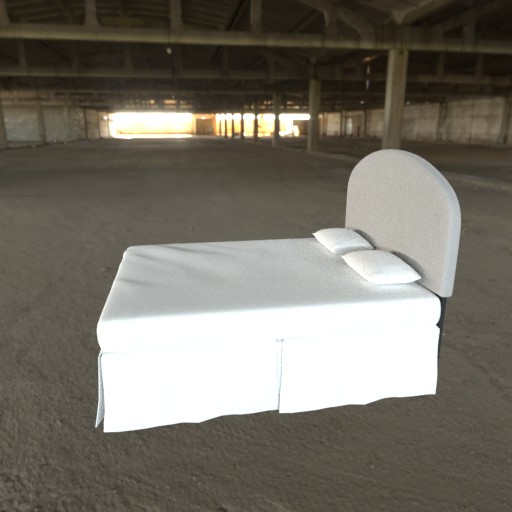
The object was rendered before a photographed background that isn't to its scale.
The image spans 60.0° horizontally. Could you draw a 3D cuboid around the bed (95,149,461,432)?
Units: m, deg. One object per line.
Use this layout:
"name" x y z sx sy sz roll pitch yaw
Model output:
"bed" 0.000 0.000 3.049 2.005 1.410 1.607 -3 17 -9
